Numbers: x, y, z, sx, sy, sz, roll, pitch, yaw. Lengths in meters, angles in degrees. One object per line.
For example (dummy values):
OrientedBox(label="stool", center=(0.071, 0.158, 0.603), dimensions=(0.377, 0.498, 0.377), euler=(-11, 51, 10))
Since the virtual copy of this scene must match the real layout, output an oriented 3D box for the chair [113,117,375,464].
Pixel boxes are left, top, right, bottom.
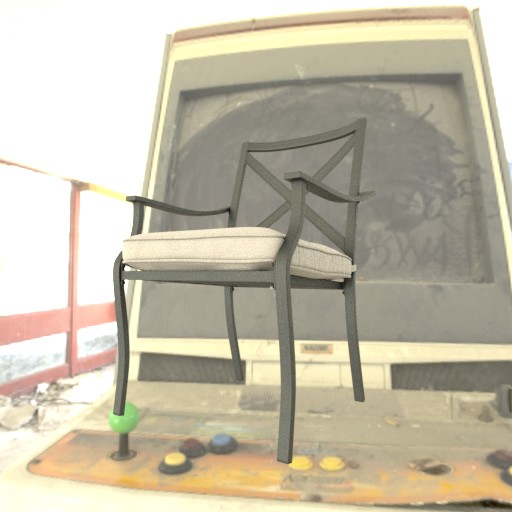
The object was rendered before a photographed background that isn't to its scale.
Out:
OrientedBox(label="chair", center=(0.000, 0.000, 1.320), dimensions=(0.575, 0.889, 0.620), euler=(-1, -2, 35))
